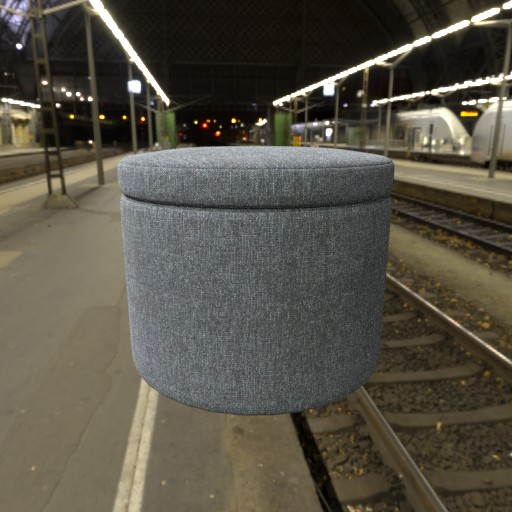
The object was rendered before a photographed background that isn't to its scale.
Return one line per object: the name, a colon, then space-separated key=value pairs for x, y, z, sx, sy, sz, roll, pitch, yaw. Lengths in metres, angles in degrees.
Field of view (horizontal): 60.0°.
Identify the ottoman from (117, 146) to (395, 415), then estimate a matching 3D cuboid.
ottoman: x=0.000 y=0.000 z=0.880 sx=0.500 sy=0.419 sz=0.500 roll=0 pitch=15 yaw=0
